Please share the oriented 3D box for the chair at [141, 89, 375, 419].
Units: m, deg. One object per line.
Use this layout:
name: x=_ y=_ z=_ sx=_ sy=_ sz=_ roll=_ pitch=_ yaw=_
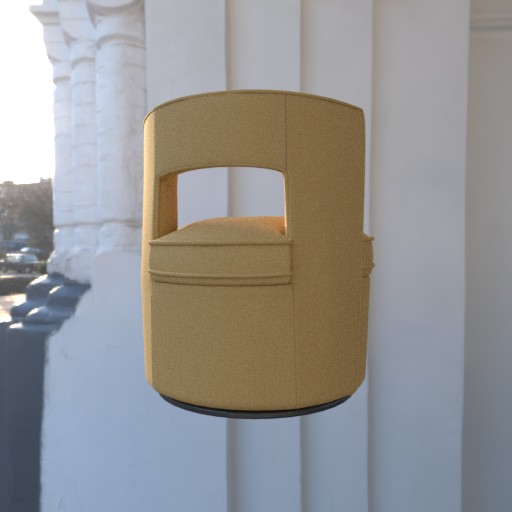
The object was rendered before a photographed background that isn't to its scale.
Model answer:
chair: x=0.000 y=0.000 z=1.256 sx=0.650 sy=0.723 sz=0.665 roll=0 pitch=1 yaw=19
